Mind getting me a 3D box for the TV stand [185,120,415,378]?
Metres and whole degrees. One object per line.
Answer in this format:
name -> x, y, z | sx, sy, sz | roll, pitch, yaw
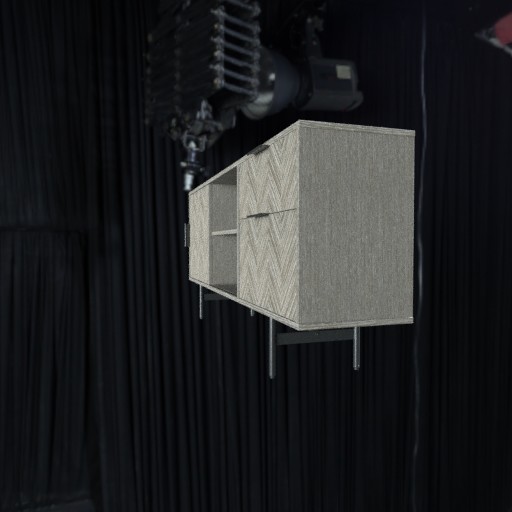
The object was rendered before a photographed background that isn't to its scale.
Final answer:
TV stand -> 0.000, 0.000, 2.120 | 0.405, 0.787, 1.804 | -1, 2, -18
